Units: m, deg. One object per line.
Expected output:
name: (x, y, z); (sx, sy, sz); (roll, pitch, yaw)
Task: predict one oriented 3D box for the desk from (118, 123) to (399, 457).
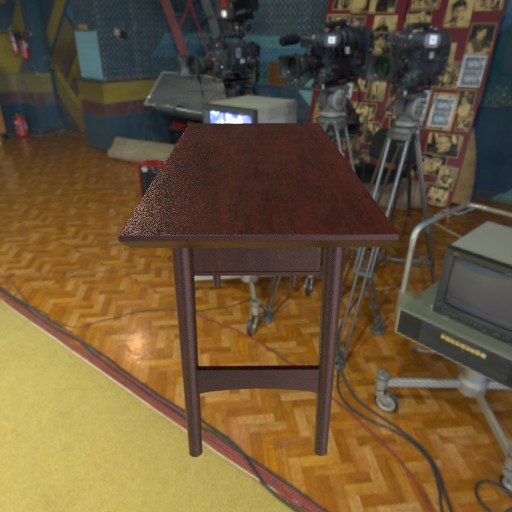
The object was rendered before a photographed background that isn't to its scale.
desk: (0.000, 0.000, 1.703); (0.612, 0.758, 1.277); (0, 27, -1)
